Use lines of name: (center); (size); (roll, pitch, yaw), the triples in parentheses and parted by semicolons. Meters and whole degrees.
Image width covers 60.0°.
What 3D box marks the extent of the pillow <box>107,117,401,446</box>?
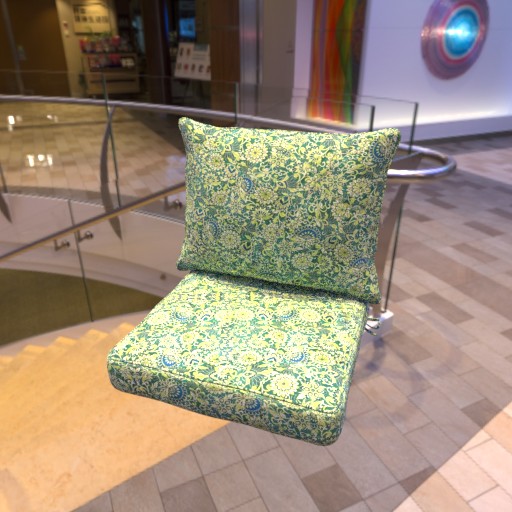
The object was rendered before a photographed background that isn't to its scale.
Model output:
pillow: (0.000, 0.000, 1.383); (0.798, 0.722, 0.740); (9, 28, 17)
